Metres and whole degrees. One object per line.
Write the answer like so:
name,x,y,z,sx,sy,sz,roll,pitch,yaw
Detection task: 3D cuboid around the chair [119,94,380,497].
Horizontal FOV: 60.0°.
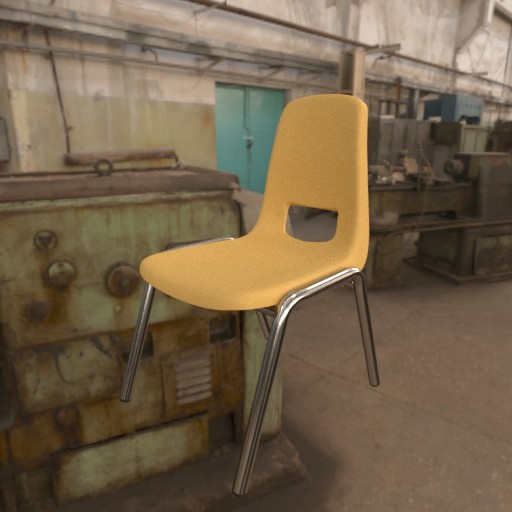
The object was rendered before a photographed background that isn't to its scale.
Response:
chair,0.000,0.000,0.824,0.354,0.586,0.423,15,22,43
